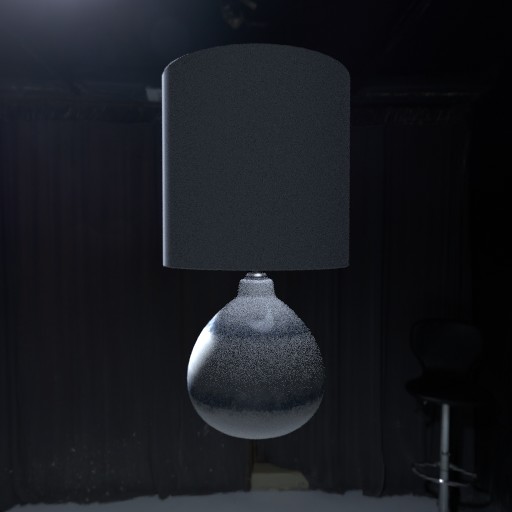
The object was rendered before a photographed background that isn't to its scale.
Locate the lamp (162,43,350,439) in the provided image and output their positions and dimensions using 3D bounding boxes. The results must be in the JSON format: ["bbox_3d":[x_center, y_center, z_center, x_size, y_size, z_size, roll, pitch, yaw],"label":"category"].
[{"bbox_3d":[0.000,0.000,0.527,0.216,0.404,0.216,0,2,-1],"label":"lamp"}]
